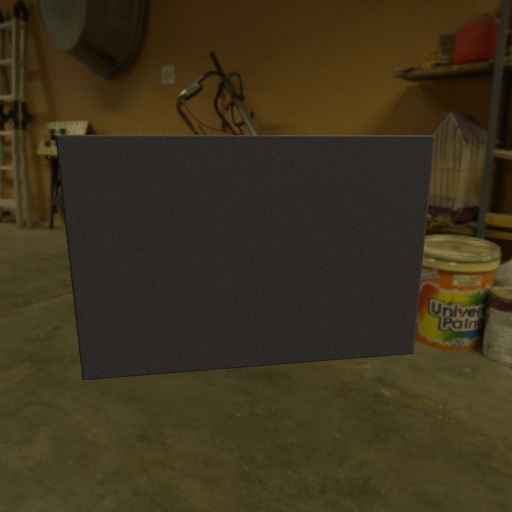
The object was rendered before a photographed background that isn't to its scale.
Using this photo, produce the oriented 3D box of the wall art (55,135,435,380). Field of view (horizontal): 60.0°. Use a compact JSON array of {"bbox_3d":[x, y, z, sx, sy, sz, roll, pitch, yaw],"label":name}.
[{"bbox_3d":[0.000,0.000,0.774,0.610,0.406,0.037,-2,15,-9],"label":"wall art"}]
